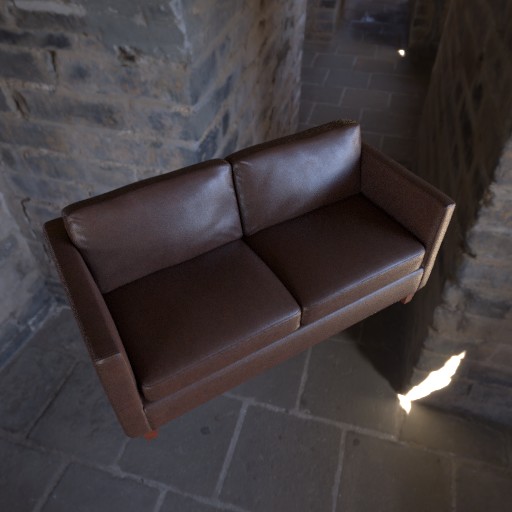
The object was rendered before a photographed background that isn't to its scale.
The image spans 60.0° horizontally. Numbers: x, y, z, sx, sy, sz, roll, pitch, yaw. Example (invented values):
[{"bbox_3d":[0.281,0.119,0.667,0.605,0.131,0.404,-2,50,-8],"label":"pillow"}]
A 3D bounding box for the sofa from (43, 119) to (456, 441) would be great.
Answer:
[{"bbox_3d":[0.000,0.000,2.391,1.883,0.933,0.951,-22,48,-22],"label":"sofa"}]
